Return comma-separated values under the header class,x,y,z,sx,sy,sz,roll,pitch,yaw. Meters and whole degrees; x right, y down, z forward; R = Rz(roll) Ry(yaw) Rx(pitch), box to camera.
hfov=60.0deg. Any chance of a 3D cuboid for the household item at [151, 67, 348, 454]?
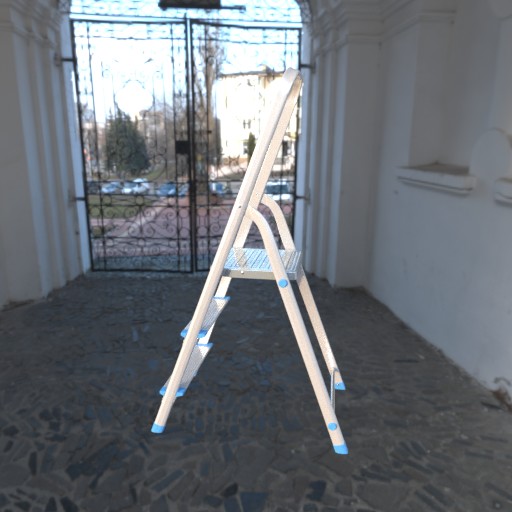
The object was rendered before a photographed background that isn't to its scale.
class,x,y,z,sx,sy,sz,roll,pitch,yaw
household item,0.000,0.000,1.563,0.687,1.215,0.420,2,15,9
